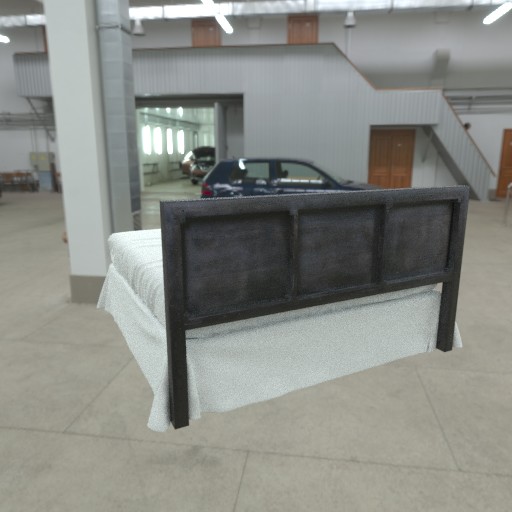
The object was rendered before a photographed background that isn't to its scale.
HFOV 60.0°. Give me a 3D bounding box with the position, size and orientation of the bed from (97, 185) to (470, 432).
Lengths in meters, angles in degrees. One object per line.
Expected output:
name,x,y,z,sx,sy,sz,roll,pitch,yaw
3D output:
bed,0.000,0.000,3.465,2.255,1.158,2.165,-7,15,-26
